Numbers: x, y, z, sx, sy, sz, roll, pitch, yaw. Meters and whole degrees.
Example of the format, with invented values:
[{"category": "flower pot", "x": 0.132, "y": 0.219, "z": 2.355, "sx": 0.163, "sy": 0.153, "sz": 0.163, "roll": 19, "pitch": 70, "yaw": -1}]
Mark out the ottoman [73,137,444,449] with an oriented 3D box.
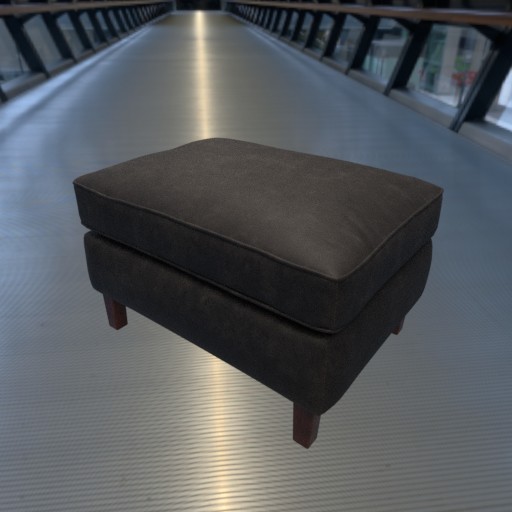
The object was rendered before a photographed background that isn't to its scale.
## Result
[{"category": "ottoman", "x": 0.000, "y": 0.000, "z": 1.005, "sx": 0.665, "sy": 0.413, "sz": 0.501, "roll": 21, "pitch": 35, "yaw": 33}]
